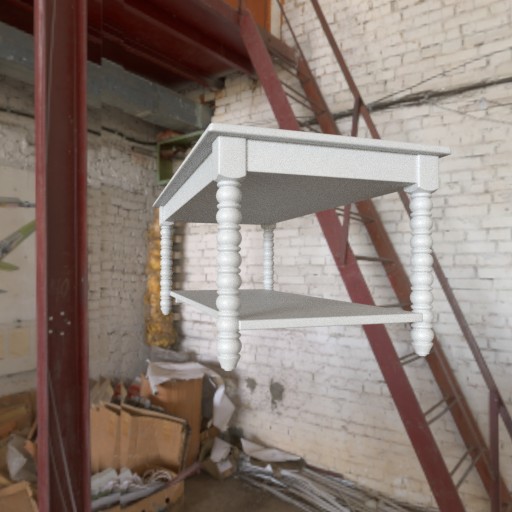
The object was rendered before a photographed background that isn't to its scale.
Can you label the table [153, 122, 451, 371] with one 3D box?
[{"bbox_3d":[0.000,0.000,1.485,0.580,0.487,1.171,0,-1,-18],"label":"table"}]
